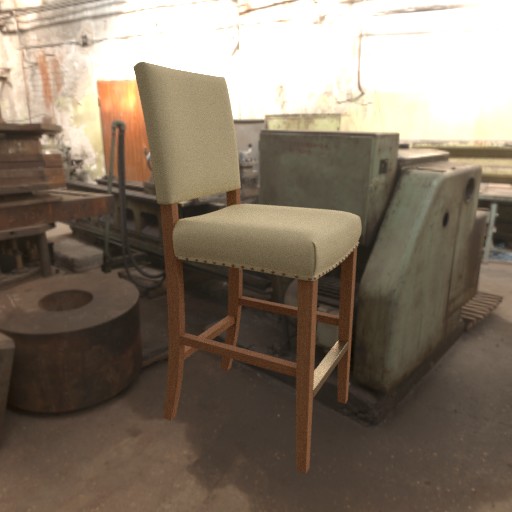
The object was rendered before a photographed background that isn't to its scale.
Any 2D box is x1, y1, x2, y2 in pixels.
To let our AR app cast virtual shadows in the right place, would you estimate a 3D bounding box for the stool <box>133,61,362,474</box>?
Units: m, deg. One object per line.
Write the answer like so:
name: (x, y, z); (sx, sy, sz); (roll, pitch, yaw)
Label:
stool: (0.000, 0.000, 1.463); (0.584, 1.168, 0.445); (8, 18, 27)
